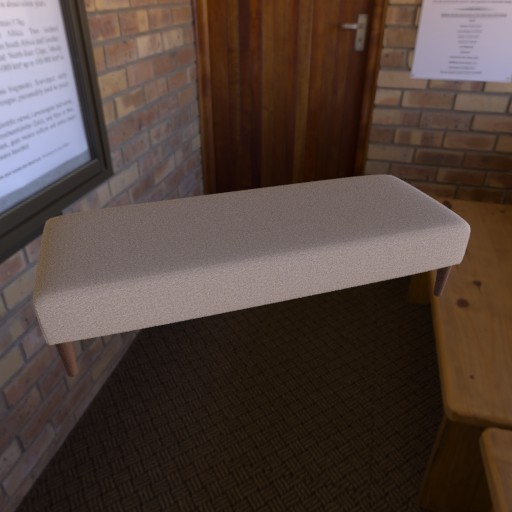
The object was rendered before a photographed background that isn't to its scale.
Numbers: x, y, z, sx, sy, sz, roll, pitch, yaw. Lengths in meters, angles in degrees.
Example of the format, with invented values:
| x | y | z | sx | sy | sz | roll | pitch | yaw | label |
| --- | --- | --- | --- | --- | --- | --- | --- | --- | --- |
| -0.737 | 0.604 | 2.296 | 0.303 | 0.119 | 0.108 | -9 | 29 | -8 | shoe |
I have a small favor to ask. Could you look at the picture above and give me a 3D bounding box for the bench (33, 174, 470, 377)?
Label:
| x | y | z | sx | sy | sz | roll | pitch | yaw | label |
| --- | --- | --- | --- | --- | --- | --- | --- | --- | --- |
| 0.000 | 0.000 | 1.844 | 1.598 | 0.383 | 0.631 | -10 | 33 | -15 | bench |
